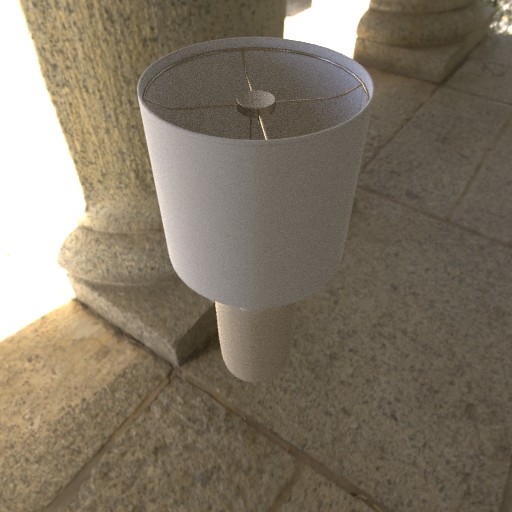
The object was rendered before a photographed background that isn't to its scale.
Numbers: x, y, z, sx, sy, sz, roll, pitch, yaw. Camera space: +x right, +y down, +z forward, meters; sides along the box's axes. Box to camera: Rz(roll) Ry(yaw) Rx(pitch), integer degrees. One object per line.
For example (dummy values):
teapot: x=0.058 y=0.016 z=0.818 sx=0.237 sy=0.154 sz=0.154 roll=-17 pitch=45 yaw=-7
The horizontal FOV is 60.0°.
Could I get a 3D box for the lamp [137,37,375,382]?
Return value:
lamp: x=0.000 y=0.000 z=0.587 sx=0.220 sy=0.475 sz=0.220 roll=4 pitch=46 yaw=4
